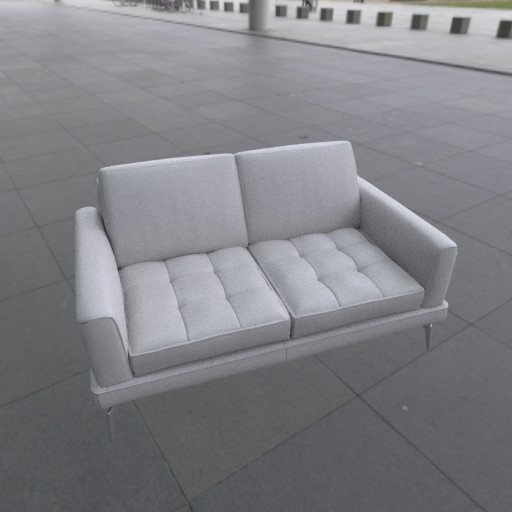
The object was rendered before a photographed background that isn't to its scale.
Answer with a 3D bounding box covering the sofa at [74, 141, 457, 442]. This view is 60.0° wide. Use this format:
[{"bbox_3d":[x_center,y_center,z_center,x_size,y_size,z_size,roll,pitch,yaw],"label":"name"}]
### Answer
[{"bbox_3d":[0.000,0.000,2.401,1.819,0.930,1.121,-10,33,-16],"label":"sofa"}]
